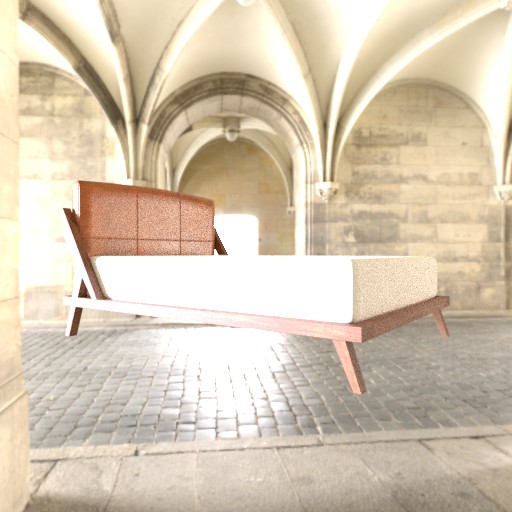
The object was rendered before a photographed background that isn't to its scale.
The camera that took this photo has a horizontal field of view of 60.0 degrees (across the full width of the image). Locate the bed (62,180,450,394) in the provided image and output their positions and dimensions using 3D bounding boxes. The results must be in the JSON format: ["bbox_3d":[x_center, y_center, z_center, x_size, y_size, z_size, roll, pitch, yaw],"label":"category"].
[{"bbox_3d":[0.000,0.000,3.247,2.311,1.168,1.651,0,1,36],"label":"bed"}]
